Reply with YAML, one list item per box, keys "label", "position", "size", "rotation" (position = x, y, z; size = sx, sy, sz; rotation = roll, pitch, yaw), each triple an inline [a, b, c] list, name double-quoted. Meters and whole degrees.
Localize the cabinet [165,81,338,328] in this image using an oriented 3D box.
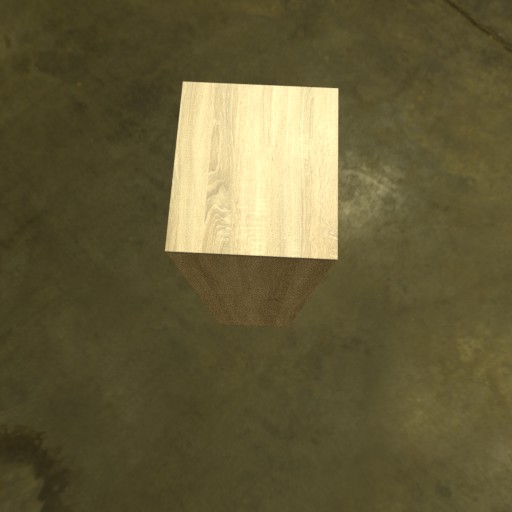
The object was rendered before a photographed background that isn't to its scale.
- label: "cabinet"
  position: [0.000, 0.000, 2.165]
  size: [0.450, 1.960, 0.510]
  rotation: [3, 75, 1]
